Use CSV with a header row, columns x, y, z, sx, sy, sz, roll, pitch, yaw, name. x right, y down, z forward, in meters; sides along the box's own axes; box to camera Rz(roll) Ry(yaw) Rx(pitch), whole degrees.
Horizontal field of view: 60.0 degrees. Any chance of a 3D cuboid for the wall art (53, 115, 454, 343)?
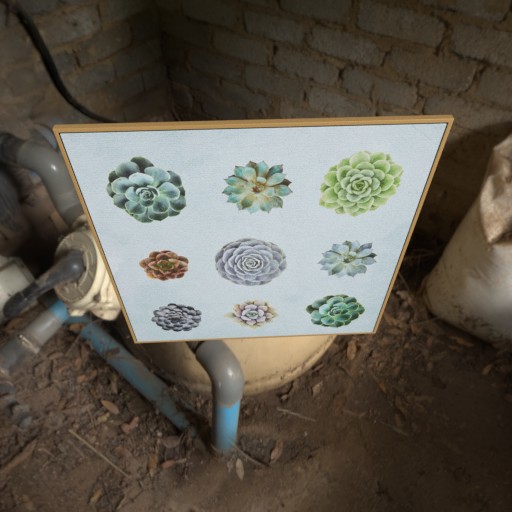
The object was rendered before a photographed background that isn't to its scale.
x,y,z,sx,sy,sz,roll,pitch,yaw,name
0.000,0.000,0.971,0.657,0.655,0.014,-2,48,-2,wall art
